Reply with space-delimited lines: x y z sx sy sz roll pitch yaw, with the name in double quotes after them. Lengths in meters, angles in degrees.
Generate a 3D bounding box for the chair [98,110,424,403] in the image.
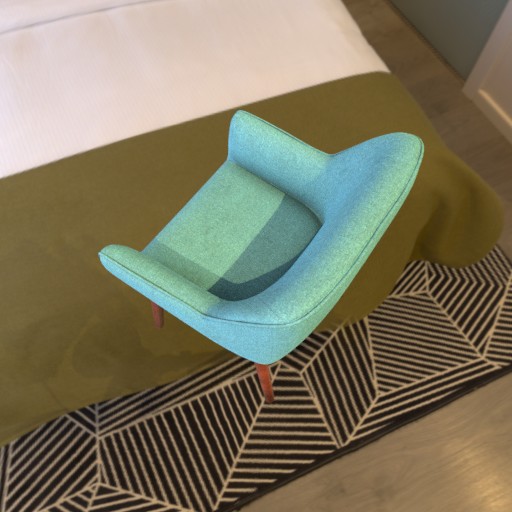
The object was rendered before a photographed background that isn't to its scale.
0.000 0.000 1.156 0.519 0.803 0.543 32 68 15 "chair"
